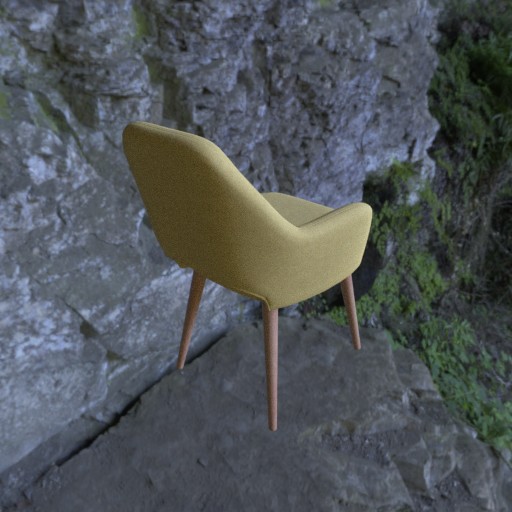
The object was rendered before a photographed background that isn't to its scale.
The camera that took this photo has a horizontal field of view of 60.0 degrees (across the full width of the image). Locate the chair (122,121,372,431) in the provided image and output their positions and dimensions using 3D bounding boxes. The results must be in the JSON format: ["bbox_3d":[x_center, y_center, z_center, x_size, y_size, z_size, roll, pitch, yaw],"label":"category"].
[{"bbox_3d":[0.000,0.000,1.246,0.590,0.840,0.610,23,38,32],"label":"chair"}]
